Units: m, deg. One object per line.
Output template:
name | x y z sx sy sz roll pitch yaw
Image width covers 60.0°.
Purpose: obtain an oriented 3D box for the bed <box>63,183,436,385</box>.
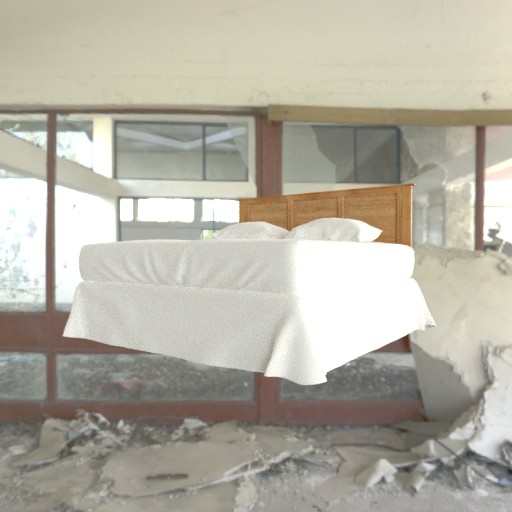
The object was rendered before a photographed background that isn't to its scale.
bed | 0.000 0.000 3.642 2.317 1.270 2.215 0 1 36
